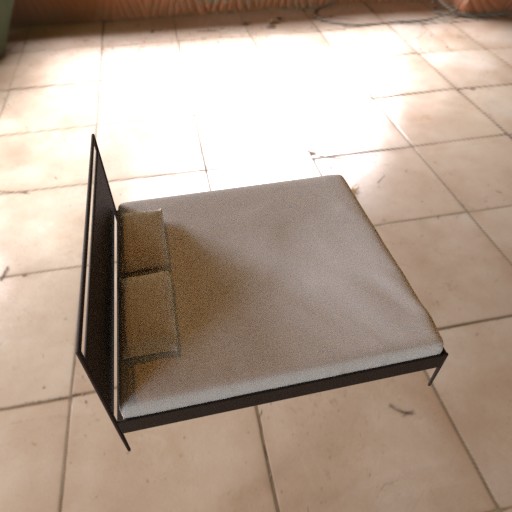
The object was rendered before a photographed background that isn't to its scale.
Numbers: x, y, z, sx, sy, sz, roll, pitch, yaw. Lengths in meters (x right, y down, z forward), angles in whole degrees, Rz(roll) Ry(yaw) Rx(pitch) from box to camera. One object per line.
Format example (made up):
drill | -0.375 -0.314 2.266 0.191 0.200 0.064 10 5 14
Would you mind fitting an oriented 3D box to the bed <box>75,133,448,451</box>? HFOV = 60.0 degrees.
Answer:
bed | 0.000 0.000 3.298 2.151 1.173 1.993 -9 46 -9
